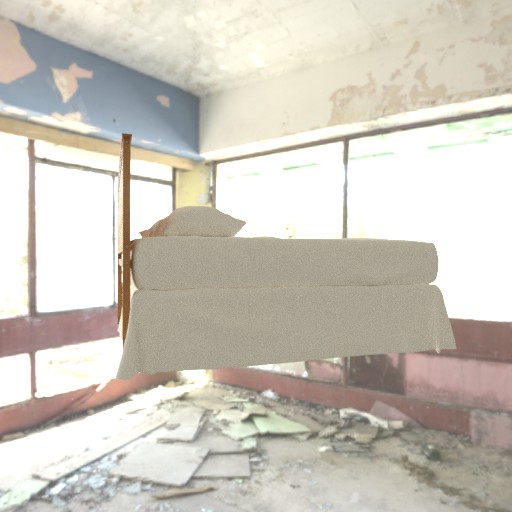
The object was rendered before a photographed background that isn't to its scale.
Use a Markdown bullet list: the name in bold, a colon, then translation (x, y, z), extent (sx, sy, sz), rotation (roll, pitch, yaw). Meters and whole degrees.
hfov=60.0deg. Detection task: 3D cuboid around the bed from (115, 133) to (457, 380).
- **bed**: translation (0.000, 0.000, 3.629), extent (2.215, 1.270, 2.317), rotation (0, 0, -18)
